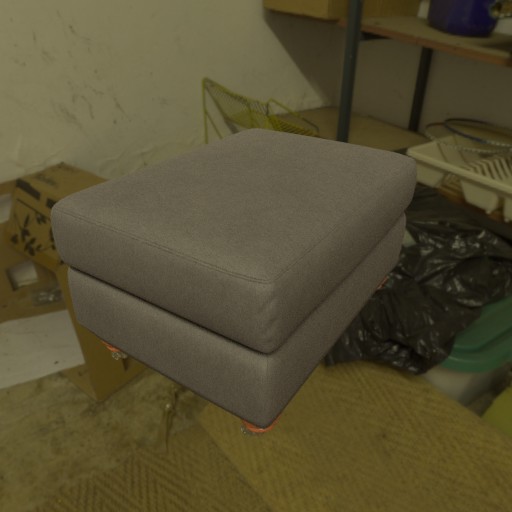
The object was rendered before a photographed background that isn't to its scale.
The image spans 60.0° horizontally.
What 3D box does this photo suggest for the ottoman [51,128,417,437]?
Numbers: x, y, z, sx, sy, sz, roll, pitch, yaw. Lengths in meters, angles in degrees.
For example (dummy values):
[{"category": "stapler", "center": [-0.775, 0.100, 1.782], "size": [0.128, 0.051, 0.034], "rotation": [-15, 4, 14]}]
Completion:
[{"category": "ottoman", "center": [0.000, 0.000, 1.149], "size": [0.574, 0.497, 0.773], "rotation": [19, 35, 29]}]
